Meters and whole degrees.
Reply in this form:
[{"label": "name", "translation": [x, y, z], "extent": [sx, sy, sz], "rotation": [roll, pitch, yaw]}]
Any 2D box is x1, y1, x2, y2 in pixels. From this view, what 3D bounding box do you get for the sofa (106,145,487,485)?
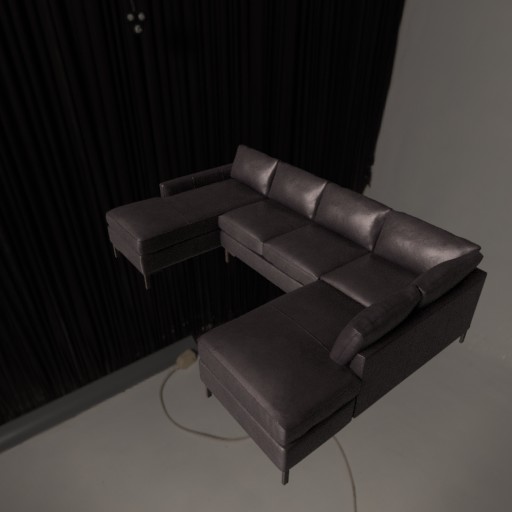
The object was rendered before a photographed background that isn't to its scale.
[{"label": "sofa", "translation": [0.000, 0.000, 3.709], "extent": [1.939, 0.900, 2.956], "rotation": [-22, 39, -31]}]
